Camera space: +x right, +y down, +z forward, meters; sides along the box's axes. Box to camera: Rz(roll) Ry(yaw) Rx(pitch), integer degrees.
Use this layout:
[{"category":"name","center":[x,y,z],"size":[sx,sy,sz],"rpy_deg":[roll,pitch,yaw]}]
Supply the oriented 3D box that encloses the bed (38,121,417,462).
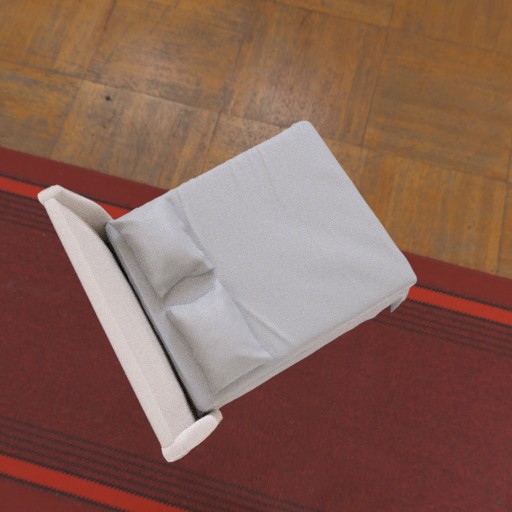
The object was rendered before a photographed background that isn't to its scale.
[{"category":"bed","center":[0.000,0.000,3.480],"size":[2.276,1.332,1.925],"rpy_deg":[-29,77,-7]}]
